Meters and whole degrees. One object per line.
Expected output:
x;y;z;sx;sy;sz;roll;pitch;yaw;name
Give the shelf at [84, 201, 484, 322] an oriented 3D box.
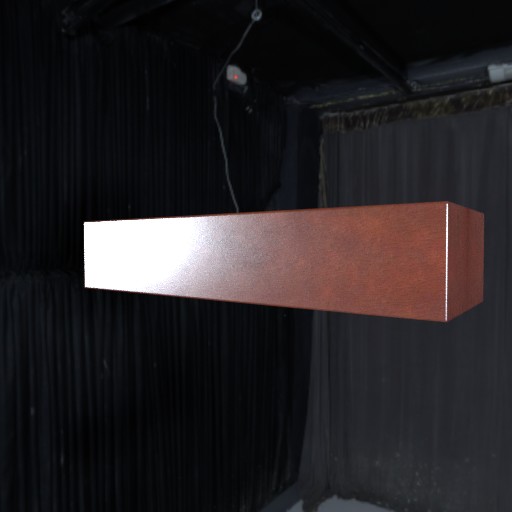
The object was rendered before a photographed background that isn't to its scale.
0.000;0.000;0.520;0.457;0.088;0.152;1;2;36;shelf
